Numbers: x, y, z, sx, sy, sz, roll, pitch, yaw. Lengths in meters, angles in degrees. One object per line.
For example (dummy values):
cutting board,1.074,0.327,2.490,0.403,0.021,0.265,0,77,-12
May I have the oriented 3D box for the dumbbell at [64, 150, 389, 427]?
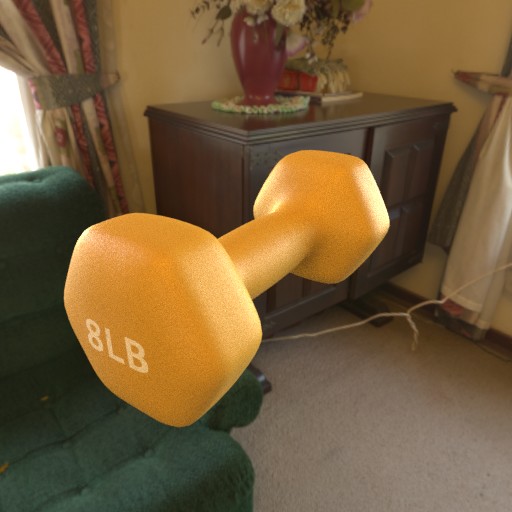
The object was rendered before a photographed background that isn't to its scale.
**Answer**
dumbbell,0.000,0.000,0.237,0.090,0.082,0.190,17,30,31
